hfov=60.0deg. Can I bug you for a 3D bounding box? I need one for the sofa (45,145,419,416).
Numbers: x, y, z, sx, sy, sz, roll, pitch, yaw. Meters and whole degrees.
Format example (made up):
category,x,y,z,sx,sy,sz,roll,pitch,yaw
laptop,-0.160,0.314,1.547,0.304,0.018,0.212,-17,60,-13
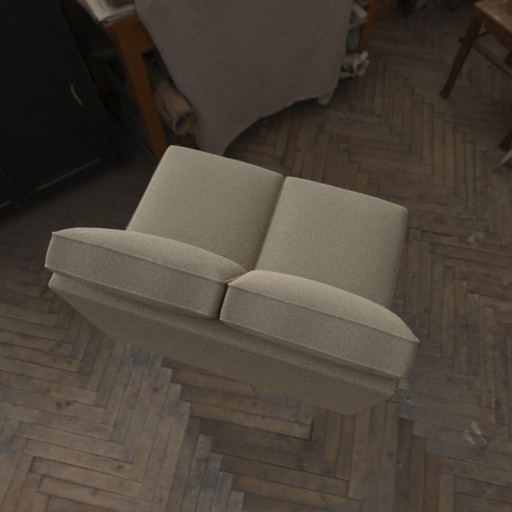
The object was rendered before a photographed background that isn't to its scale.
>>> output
category,x,y,z,sx,sy,sz,roll,pitch,yaw
sofa,0.000,0.000,1.944,1.237,1.008,0.951,16,66,7
